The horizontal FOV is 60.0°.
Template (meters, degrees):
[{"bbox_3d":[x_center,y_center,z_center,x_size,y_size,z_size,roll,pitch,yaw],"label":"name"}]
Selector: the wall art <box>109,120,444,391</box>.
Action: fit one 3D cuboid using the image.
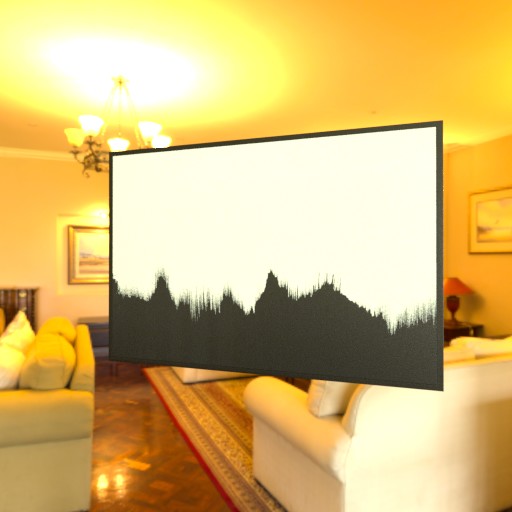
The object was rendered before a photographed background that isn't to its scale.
[{"bbox_3d":[0.000,0.000,0.846,0.659,0.446,0.022,0,0,19],"label":"wall art"}]
